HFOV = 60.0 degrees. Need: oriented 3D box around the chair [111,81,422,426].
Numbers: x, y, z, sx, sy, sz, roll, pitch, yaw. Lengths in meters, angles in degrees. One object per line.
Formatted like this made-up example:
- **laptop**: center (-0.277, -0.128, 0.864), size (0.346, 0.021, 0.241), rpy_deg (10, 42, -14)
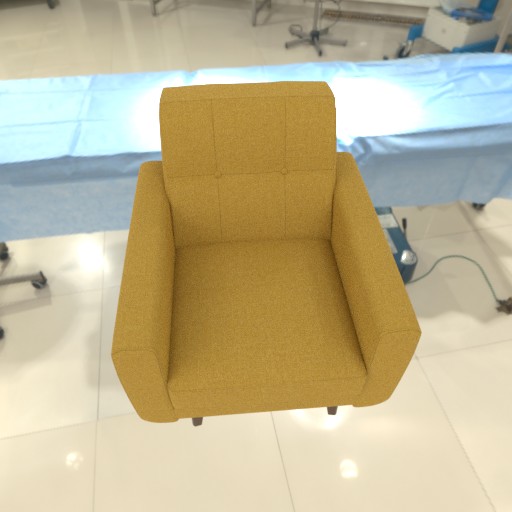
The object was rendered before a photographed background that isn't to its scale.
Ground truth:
- **chair**: center (0.000, 0.000, 1.524), size (0.831, 0.841, 0.909), rpy_deg (-3, 47, -3)
